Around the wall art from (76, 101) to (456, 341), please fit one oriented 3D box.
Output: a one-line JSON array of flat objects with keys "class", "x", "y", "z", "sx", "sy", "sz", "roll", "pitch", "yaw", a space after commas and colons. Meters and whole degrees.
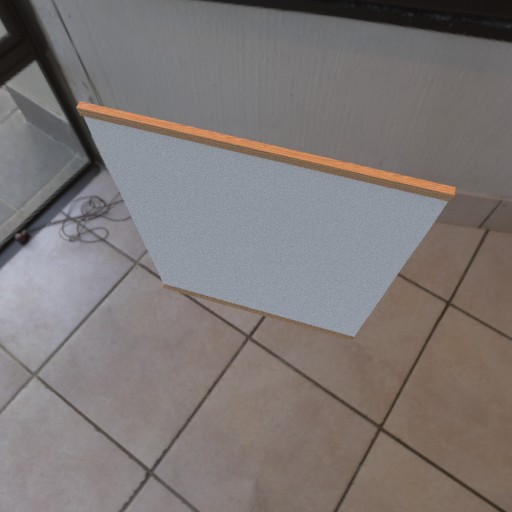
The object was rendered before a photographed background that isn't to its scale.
[{"class": "wall art", "x": 0.000, "y": 0.000, "z": 0.683, "sx": 0.404, "sy": 0.507, "sz": 0.010, "roll": 15, "pitch": 64, "yaw": 7}]
